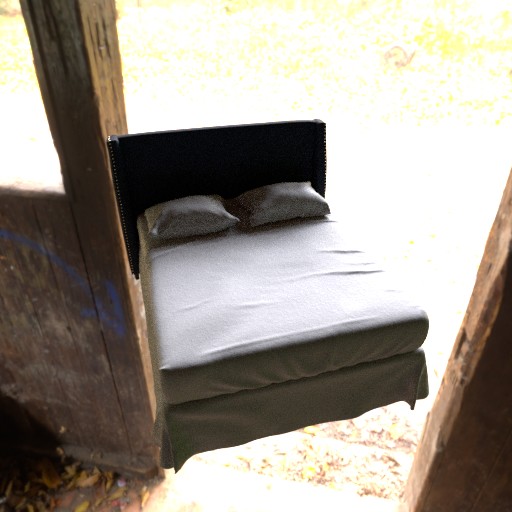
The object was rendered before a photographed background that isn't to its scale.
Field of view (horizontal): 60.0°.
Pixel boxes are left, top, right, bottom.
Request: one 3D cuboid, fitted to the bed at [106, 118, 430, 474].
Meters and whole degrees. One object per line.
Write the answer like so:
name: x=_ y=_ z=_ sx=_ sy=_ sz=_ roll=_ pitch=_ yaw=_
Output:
bed: x=0.000 y=0.000 z=3.297 sx=1.925 sy=1.332 sz=2.276 roll=-9 pitch=34 yaw=-14
